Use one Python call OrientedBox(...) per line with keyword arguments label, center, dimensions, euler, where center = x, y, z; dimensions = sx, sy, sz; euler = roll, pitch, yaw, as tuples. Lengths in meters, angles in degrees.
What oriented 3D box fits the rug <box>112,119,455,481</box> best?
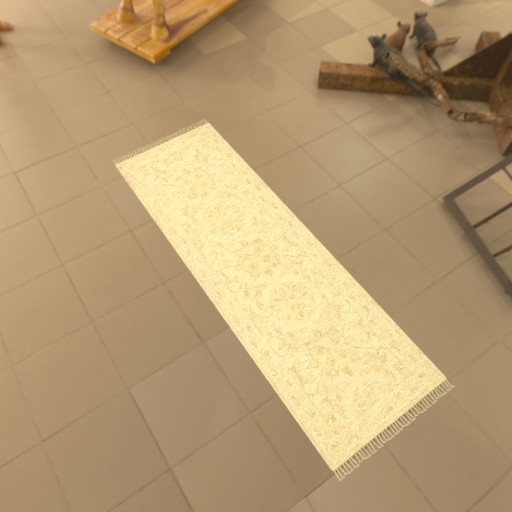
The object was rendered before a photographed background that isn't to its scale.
OrientedBox(label="rug", center=(0.000, 0.000, 2.787), dimensions=(0.795, 0.015, 2.544), euler=(-30, 62, -18))
